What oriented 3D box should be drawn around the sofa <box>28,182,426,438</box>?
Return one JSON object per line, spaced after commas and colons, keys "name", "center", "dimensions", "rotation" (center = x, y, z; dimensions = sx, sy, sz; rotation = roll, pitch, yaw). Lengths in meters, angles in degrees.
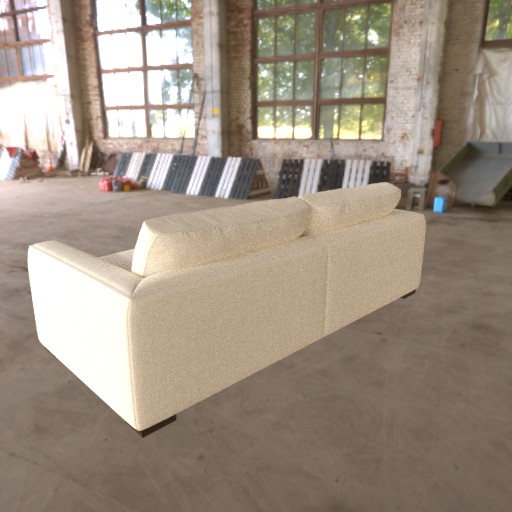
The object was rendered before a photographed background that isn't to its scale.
{"name": "sofa", "center": [0.000, 0.000, 2.657], "dimensions": [2.262, 0.801, 1.070], "rotation": [-15, 22, -42]}
